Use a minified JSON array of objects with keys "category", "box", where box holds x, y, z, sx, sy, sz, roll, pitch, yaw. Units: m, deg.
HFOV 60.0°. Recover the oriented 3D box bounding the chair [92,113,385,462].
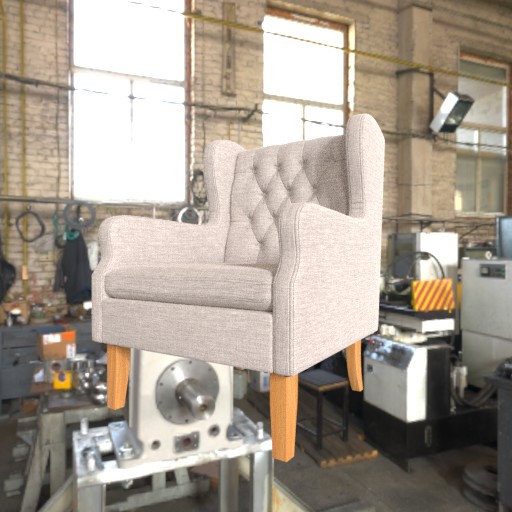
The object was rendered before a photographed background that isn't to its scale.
[{"category":"chair","box":[0.000,0.000,1.467,0.710,0.930,0.760,0,0,34]}]
